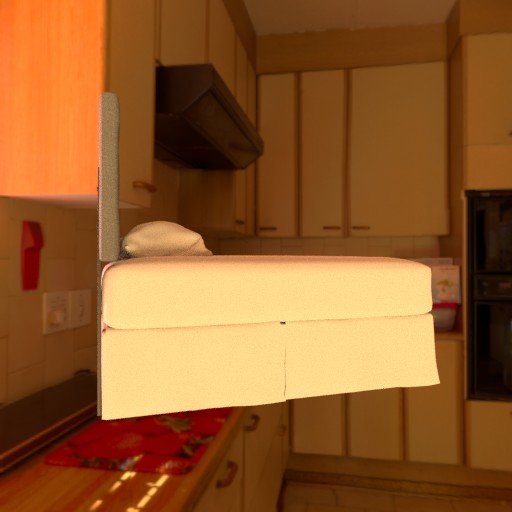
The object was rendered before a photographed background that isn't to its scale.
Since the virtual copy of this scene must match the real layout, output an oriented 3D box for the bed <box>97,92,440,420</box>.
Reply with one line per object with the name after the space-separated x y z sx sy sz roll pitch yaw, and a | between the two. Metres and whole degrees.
0.000 0.000 2.962 1.997 1.571 1.261 0 0 -19 | bed
